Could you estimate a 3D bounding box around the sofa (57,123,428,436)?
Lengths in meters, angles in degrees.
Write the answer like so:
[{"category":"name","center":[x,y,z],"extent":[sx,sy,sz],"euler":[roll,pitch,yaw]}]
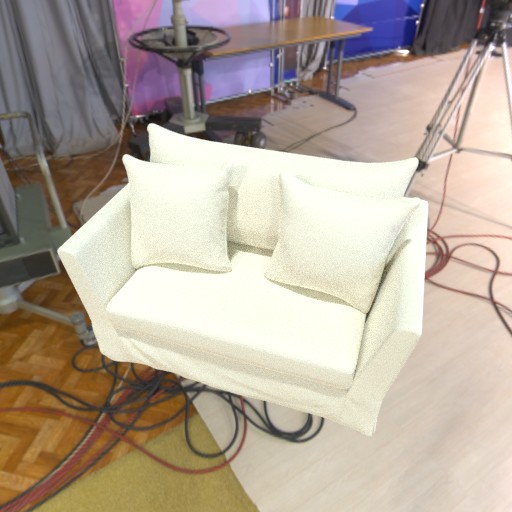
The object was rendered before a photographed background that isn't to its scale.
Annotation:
[{"category":"sofa","center":[0.000,0.000,2.317],"extent":[1.608,1.039,1.026],"euler":[12,41,14]}]
